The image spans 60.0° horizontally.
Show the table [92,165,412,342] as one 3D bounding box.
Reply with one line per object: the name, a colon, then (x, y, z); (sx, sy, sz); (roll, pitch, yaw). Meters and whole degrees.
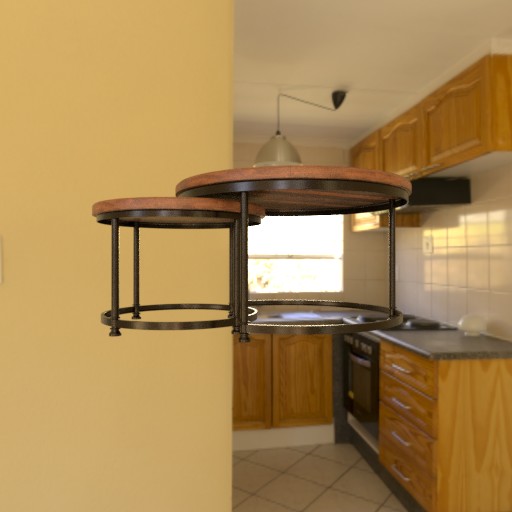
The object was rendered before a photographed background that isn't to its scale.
table: (0.000, 0.000, 1.651); (1.152, 0.516, 0.870); (0, 0, -18)
